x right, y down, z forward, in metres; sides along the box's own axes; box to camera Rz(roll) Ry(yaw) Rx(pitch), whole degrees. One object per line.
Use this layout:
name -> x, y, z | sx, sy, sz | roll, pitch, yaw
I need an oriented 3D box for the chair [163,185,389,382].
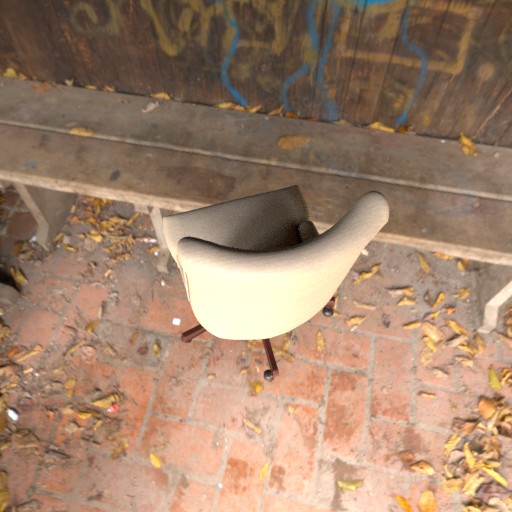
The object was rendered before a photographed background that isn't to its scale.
chair -> 0.000, 0.000, 1.441 | 0.645, 1.010, 0.696 | -15, 60, -8
